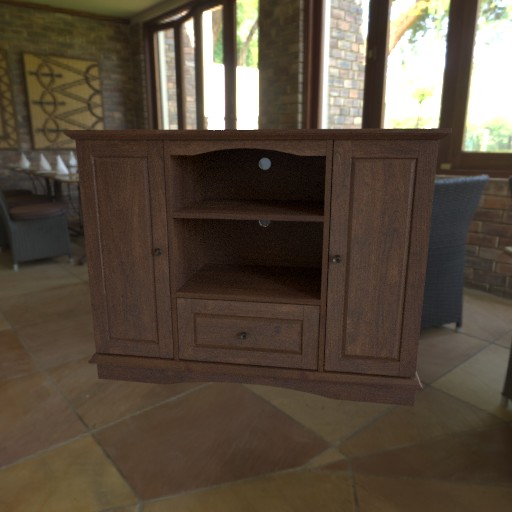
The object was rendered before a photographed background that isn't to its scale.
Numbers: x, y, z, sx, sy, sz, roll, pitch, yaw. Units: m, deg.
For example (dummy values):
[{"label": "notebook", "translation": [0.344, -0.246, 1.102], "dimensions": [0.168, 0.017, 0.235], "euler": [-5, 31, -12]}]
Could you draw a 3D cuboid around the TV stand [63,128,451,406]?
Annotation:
[{"label": "TV stand", "translation": [0.000, 0.000, 1.498], "dimensions": [1.067, 0.813, 0.406], "euler": [2, 15, 9]}]
